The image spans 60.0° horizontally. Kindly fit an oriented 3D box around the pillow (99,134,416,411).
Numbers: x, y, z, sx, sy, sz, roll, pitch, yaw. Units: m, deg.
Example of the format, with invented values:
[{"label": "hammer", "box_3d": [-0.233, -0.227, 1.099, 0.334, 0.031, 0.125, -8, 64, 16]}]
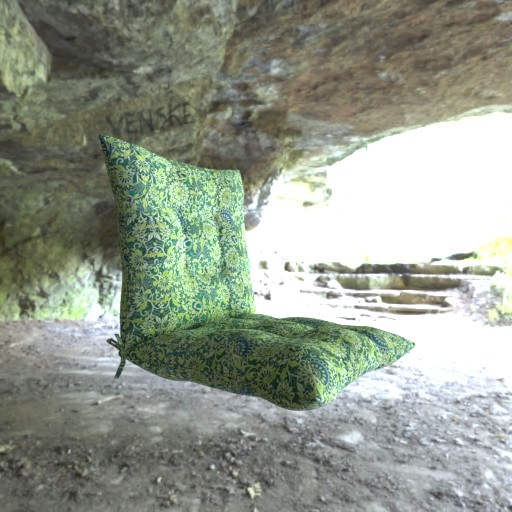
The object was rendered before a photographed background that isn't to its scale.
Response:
[{"label": "pillow", "box_3d": [0.000, 0.000, 1.026, 0.585, 0.536, 0.541, 0, 0, 36]}]
